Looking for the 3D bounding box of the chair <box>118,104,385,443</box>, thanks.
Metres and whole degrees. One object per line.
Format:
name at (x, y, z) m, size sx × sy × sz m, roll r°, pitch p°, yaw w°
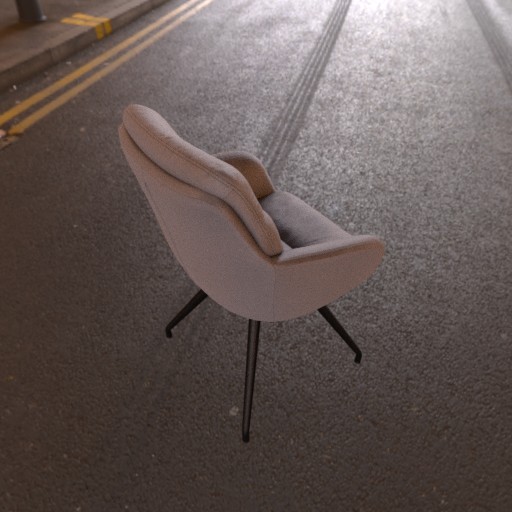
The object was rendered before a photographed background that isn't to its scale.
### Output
chair at (0.000, 0.000, 1.260) m, size 0.569 × 0.888 × 0.579 m, roll -26°, pitch 47°, yaw -26°
